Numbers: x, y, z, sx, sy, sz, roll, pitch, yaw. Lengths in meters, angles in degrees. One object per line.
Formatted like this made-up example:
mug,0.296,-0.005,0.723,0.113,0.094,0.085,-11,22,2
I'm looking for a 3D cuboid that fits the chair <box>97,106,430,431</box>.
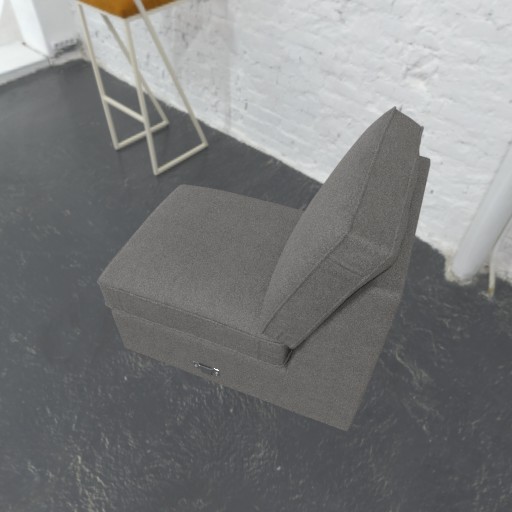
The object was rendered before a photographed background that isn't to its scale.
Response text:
chair,0.000,0.000,1.537,0.938,0.970,0.621,16,48,15
